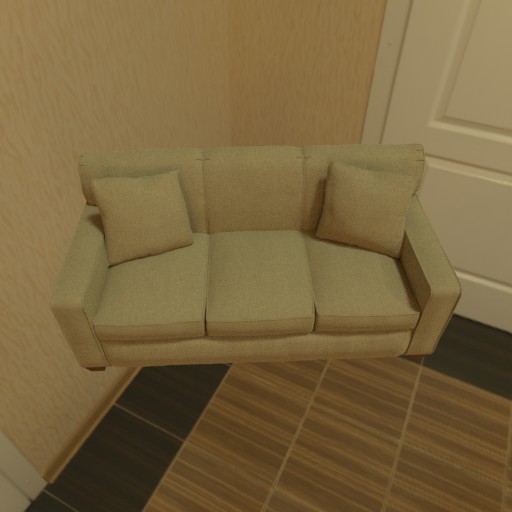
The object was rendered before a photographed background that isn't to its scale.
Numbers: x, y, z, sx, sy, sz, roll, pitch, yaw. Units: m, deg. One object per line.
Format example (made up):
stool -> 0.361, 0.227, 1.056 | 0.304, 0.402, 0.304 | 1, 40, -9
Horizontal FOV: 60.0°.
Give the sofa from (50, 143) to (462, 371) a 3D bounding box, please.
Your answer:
sofa -> 0.000, 0.000, 2.567 | 2.024, 0.958, 0.997 | -2, 44, -2
